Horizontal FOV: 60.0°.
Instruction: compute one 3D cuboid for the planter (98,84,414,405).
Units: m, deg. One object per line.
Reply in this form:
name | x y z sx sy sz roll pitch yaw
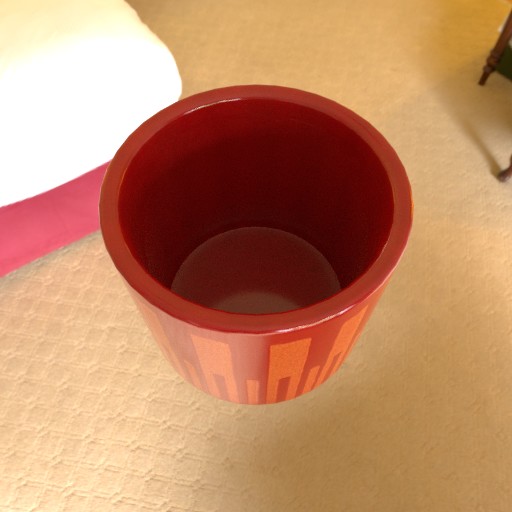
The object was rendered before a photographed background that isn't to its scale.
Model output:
planter | 0.000 0.000 0.410 0.230 0.202 0.230 0 59 0
